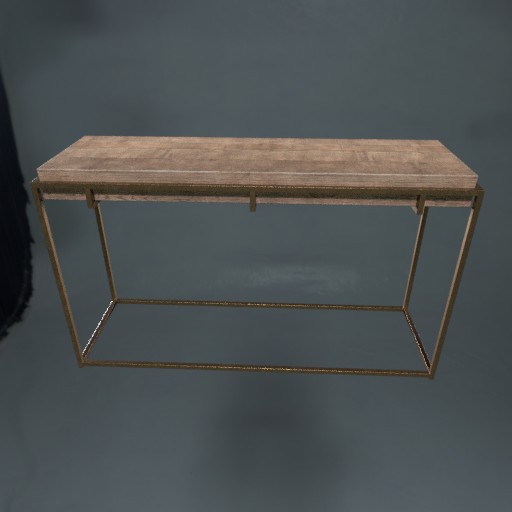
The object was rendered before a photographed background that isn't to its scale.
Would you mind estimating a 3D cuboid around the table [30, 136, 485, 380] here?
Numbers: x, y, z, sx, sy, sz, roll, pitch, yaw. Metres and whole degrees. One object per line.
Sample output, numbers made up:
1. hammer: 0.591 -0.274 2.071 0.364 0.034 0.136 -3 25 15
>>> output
1. table: 0.000 0.000 1.735 1.400 0.820 0.440 1 30 2
